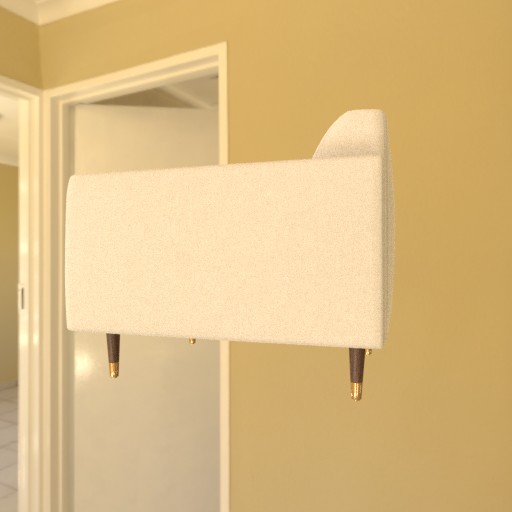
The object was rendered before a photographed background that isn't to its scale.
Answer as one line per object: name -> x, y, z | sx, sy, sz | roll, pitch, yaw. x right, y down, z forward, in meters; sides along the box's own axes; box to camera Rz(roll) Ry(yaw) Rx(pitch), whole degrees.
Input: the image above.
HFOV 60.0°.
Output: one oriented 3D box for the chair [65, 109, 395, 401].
chair -> 0.000, 0.000, 1.666 | 0.998, 0.819, 0.953 | 0, 0, 17
